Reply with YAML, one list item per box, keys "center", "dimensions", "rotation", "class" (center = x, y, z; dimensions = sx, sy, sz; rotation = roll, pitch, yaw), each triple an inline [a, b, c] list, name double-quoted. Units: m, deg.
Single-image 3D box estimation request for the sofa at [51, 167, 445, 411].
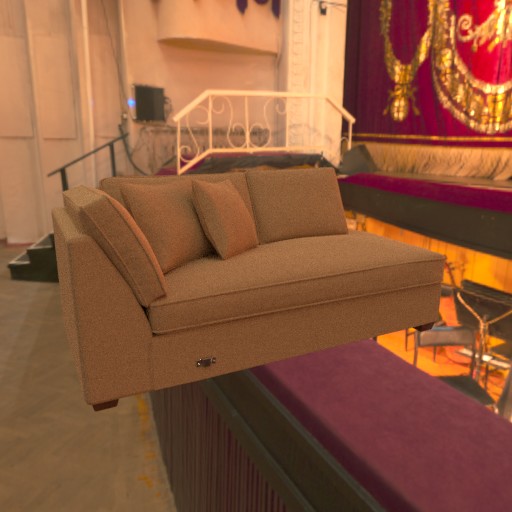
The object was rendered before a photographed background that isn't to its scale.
- center: [0.000, 0.000, 2.786]
  dimensions: [2.237, 1.033, 1.110]
  rotation: [-7, 16, -26]
  class: "sofa"
